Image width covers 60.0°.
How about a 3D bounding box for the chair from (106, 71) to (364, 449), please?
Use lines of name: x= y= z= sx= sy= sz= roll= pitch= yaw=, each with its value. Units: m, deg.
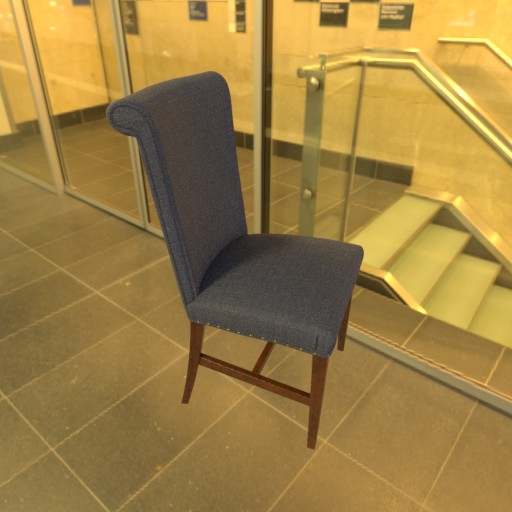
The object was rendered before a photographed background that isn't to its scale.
chair: x=0.000 y=0.000 z=1.376 sx=0.608 sy=0.988 sz=0.513 roll=11 pitch=32 yaw=17
